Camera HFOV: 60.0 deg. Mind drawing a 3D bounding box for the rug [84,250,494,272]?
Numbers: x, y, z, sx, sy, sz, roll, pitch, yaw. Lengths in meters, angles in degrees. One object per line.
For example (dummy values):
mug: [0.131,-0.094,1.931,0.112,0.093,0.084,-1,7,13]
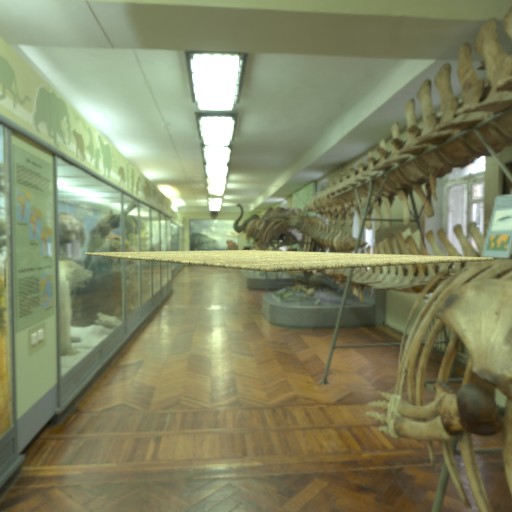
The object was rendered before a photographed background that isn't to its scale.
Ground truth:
rug: [0.000,0.000,2.305,1.243,0.014,1.846,-1,2,-36]
